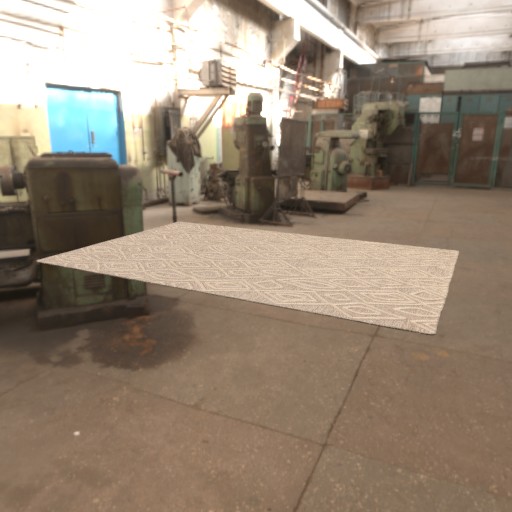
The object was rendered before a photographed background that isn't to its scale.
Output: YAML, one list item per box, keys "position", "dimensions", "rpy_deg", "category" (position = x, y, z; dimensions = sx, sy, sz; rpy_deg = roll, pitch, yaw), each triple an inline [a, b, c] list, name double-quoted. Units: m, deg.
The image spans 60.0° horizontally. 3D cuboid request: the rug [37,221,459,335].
- position: [0.000, 0.000, 3.003]
  dimensions: [2.442, 0.010, 1.546]
  rpy_deg: [8, 17, 26]
  category: "rug"
